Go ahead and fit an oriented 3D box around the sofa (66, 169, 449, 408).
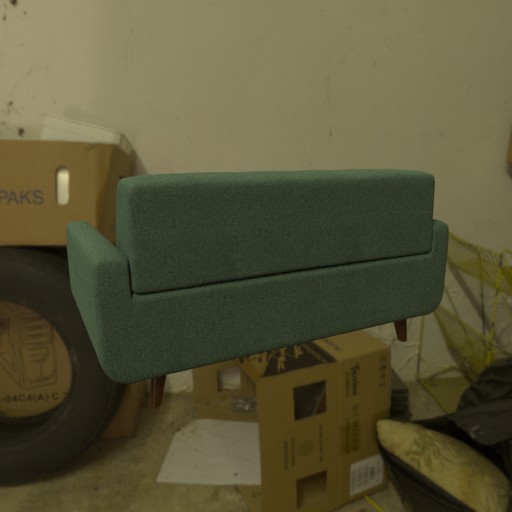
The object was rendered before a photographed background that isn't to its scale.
[{"bbox_3d":[0.000,0.000,2.165,1.631,0.841,0.909,-7,15,-27],"label":"sofa"}]
